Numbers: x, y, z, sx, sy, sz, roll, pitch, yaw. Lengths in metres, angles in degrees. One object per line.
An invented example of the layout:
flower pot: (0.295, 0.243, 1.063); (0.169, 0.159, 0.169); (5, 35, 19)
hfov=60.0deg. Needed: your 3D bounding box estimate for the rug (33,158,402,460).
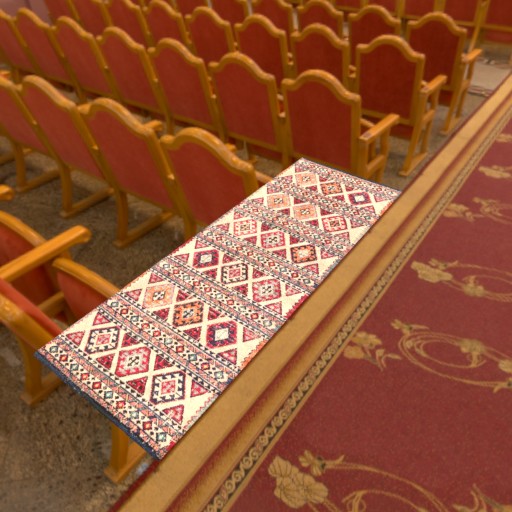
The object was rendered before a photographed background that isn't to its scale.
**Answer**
rug: (0.000, 0.000, 2.582); (0.832, 0.008, 2.362); (26, 47, 27)
